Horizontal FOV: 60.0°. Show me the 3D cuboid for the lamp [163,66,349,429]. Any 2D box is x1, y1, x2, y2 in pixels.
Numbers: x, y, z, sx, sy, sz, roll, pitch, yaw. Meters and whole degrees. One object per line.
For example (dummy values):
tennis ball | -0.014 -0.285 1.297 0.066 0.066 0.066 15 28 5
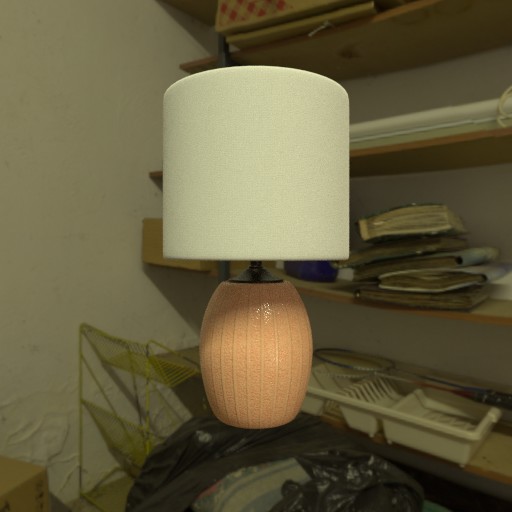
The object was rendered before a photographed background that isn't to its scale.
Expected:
lamp | 0.000 0.000 0.801 0.329 0.570 0.329 0 0 0
